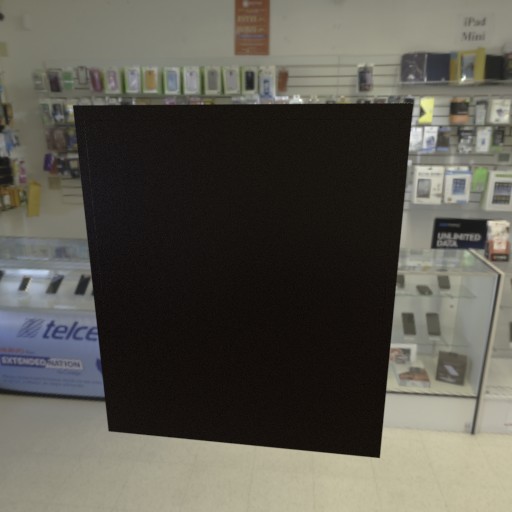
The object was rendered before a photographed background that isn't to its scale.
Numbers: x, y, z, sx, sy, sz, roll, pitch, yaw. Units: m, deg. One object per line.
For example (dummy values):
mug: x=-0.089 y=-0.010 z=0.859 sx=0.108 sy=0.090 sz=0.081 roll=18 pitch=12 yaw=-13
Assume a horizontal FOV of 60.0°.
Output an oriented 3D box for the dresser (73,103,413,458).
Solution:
dresser: x=0.000 y=0.000 z=0.750 sx=0.400 sy=0.470 sz=0.360 roll=2 pitch=16 yaw=8
